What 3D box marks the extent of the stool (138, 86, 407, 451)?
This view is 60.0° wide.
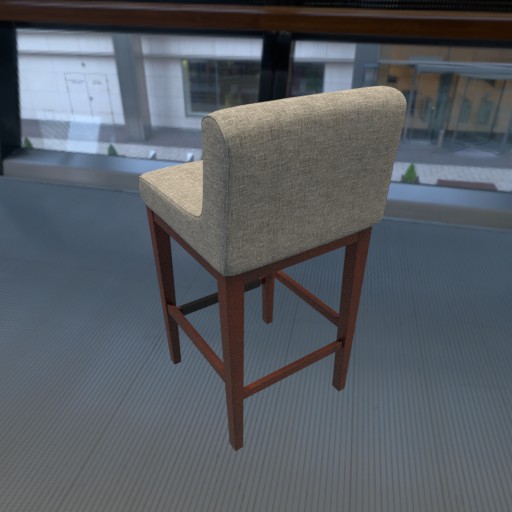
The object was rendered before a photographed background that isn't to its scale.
[{"bbox_3d":[0.000,0.000,1.118,0.417,0.835,0.459,-19,36,-28],"label":"stool"}]
